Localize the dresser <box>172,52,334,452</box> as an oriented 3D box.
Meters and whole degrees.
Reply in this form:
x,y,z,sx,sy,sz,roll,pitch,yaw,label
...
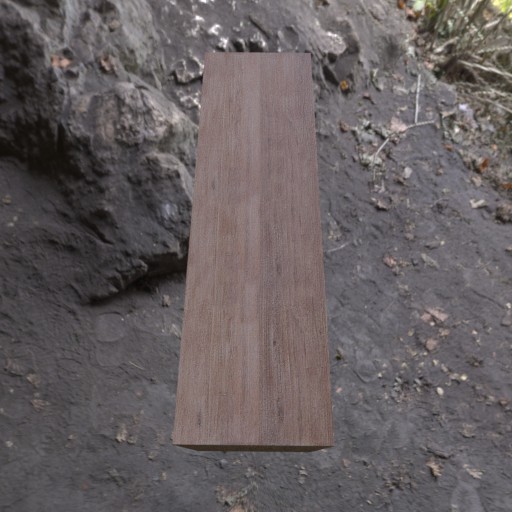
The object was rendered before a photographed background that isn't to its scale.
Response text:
x,y,z,sx,sy,sz,roll,pitch,yaw,label
0.000,0.000,1.936,0.455,0.805,1.554,1,65,0,dresser
